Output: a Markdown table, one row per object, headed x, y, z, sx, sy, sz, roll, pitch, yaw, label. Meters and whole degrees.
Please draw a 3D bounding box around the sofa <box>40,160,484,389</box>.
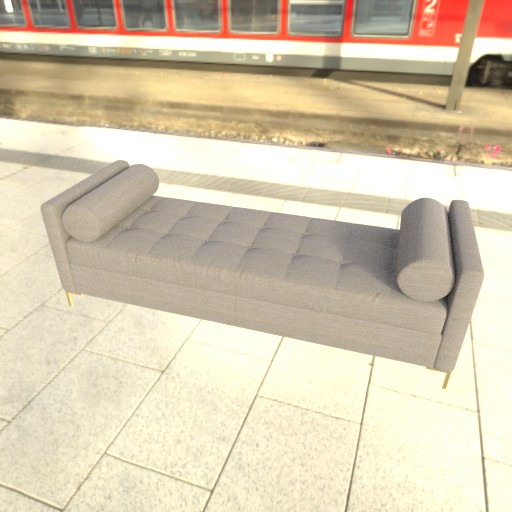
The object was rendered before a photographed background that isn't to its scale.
| x | y | z | sx | sy | sz | roll | pitch | yaw | label |
| --- | --- | --- | --- | --- | --- | --- | --- | --- | --- |
| 0.000 | 0.000 | 2.307 | 1.981 | 0.635 | 0.686 | 9 | 33 | 15 | sofa |
